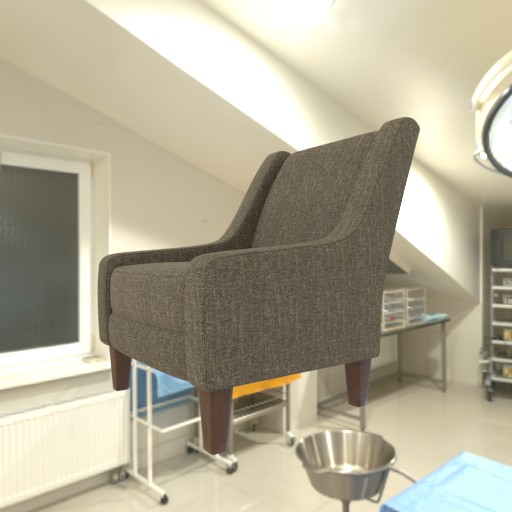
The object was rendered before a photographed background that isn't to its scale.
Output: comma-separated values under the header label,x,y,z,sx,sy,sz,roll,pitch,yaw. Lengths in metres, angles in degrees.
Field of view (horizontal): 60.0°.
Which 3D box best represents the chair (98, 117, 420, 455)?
label,x,y,z,sx,sy,sz,roll,pitch,yaw
chair,0.000,0.000,1.656,0.944,1.012,0.793,0,0,-38
